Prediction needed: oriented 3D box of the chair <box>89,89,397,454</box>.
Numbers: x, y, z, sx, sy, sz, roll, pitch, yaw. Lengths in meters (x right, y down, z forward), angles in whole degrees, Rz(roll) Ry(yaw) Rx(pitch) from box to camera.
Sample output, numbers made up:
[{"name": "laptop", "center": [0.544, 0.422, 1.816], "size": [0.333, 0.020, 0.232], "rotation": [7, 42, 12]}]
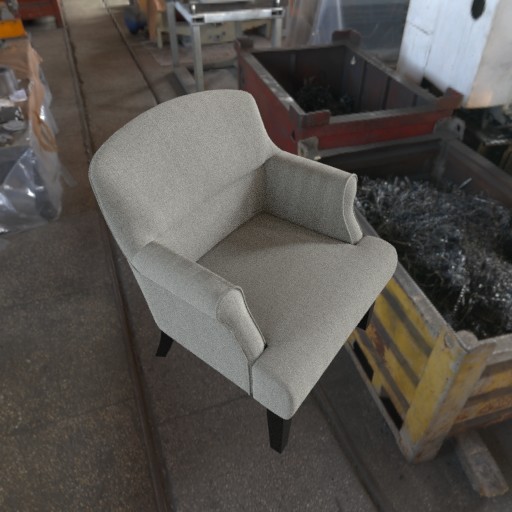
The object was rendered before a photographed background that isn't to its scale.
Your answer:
[{"name": "chair", "center": [0.000, 0.000, 1.489], "size": [0.755, 0.880, 0.772], "rotation": [25, 47, 26]}]
